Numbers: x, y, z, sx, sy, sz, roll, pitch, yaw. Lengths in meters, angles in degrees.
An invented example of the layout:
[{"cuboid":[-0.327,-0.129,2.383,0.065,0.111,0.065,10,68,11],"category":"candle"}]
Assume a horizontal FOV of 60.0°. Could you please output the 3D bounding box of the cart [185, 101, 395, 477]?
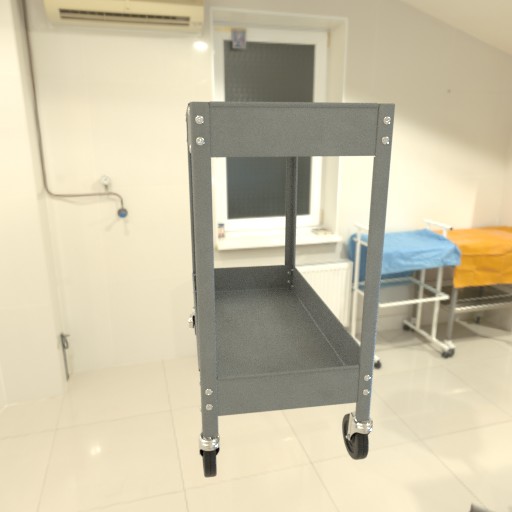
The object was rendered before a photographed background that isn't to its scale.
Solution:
[{"cuboid":[0.000,0.000,1.159,0.366,0.719,0.779,-3,16,-9],"category":"cart"}]
